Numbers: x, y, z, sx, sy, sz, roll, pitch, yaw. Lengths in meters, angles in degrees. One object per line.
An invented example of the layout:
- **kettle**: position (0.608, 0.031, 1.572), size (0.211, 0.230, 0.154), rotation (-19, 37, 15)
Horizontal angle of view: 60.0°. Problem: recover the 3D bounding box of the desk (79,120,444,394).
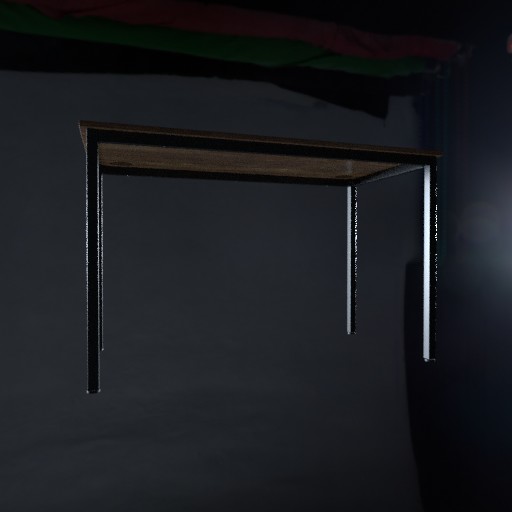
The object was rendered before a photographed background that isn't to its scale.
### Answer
- **desk**: position (0.000, 0.000, 1.670), size (1.200, 0.749, 0.600), rotation (0, 1, -18)
